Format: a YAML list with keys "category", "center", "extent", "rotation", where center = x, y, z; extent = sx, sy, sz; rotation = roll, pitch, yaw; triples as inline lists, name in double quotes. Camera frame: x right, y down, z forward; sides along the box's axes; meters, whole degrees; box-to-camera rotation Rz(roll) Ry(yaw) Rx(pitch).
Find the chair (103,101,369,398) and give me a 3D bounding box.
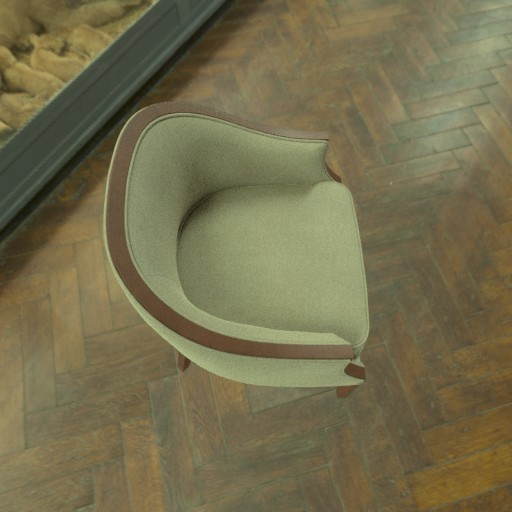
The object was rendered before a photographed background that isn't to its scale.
- category: "chair"
  center: [0.000, 0.000, 1.467]
  extent: [0.735, 0.876, 0.803]
  rotation: [-1, 63, 0]
